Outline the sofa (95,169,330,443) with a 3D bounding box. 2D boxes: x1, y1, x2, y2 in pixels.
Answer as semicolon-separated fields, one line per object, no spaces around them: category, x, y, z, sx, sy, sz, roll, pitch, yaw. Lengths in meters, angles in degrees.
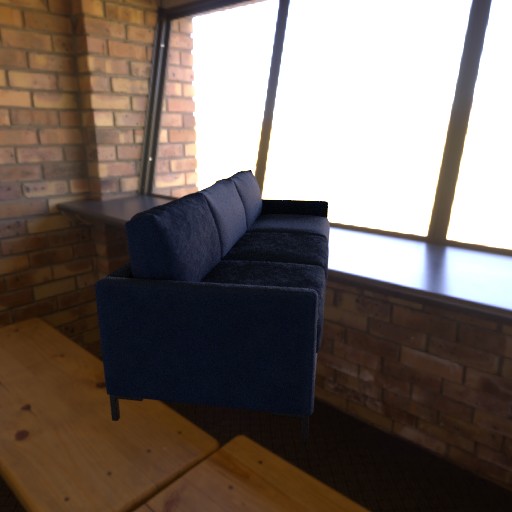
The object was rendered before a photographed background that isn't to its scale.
sofa;0.000;0.000;2.711;0.875;0.879;2.252;3;16;10
